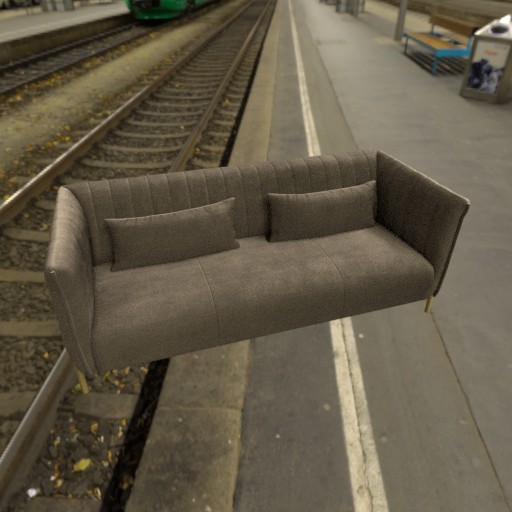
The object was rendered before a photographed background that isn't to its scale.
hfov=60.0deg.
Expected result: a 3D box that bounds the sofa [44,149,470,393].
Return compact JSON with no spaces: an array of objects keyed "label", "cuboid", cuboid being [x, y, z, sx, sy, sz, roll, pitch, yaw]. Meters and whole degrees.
[{"label":"sofa","cuboid":[0.000,0.000,2.422,1.980,0.780,0.876,-10,34,-15]}]
